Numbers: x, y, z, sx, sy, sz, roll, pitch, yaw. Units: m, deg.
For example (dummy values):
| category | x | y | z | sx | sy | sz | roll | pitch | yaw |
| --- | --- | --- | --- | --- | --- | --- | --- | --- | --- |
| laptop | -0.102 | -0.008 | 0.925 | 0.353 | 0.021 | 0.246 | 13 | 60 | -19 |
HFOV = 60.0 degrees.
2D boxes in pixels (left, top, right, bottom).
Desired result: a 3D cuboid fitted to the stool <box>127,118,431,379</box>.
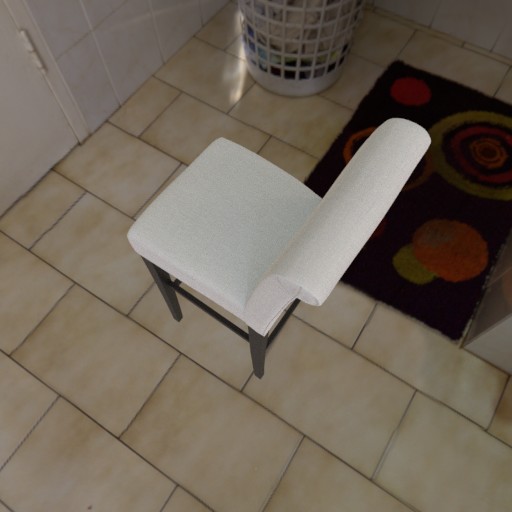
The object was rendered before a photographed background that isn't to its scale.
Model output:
| category | x | y | z | sx | sy | sz | roll | pitch | yaw |
| --- | --- | --- | --- | --- | --- | --- | --- | --- | --- |
| stool | 0.000 | 0.000 | 1.400 | 0.597 | 1.124 | 0.452 | 32 | 69 | 14 |
